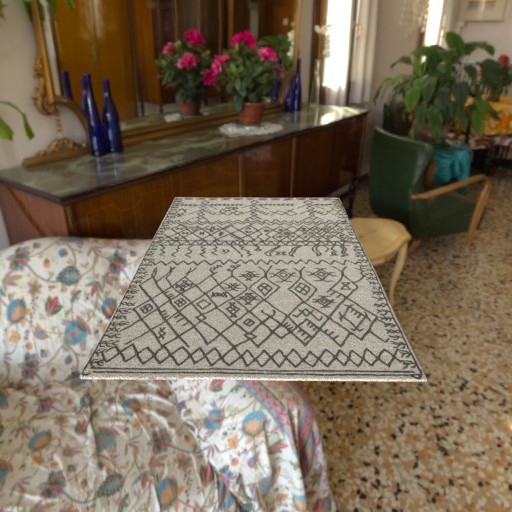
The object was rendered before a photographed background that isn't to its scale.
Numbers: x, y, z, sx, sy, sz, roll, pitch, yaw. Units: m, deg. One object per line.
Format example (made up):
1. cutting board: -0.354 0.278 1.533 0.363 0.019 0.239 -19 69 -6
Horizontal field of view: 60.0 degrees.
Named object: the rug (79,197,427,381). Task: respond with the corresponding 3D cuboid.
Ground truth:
1. rug: 0.000 0.000 4.745 2.393 0.019 3.824 0 26 1
